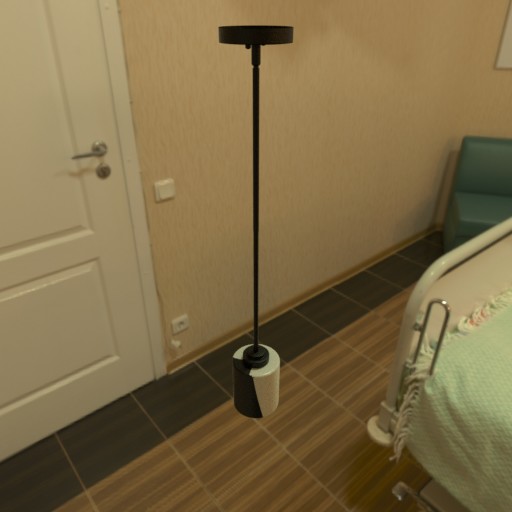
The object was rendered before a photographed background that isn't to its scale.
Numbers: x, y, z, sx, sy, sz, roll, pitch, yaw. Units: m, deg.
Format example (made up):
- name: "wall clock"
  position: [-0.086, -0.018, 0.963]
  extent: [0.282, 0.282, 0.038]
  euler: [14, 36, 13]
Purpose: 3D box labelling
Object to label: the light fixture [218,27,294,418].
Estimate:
- name: "light fixture"
  position: [0.000, 0.000, 0.939]
  extent: [0.123, 0.863, 0.123]
  euler: [11, 31, 18]
